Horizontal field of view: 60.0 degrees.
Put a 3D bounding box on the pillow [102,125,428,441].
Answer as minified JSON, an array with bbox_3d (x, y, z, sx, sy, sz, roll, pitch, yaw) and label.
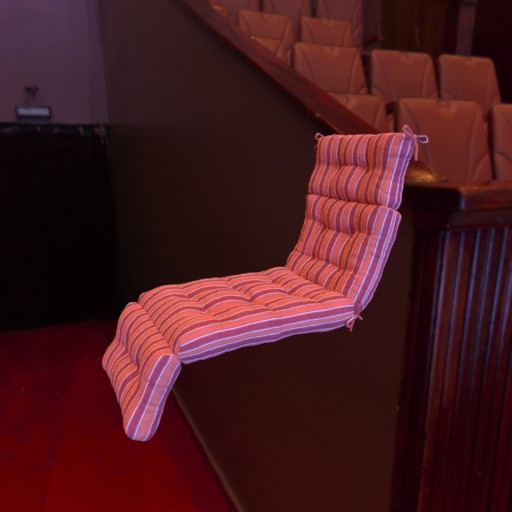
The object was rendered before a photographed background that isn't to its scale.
[{"bbox_3d":[0.000,0.000,1.524,1.016,0.863,0.526,-7,15,-26],"label":"pillow"}]
